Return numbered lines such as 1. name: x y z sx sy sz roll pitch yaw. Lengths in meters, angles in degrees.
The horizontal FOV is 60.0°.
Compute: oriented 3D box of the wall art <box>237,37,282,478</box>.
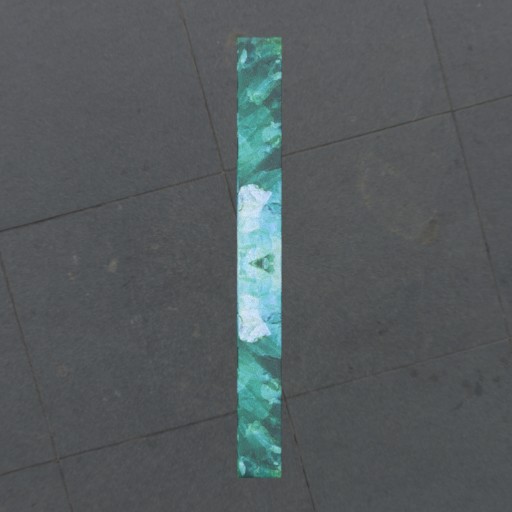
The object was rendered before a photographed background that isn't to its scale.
1. wall art: 0.000 0.000 0.469 0.033 0.313 0.313 0 91 -1
